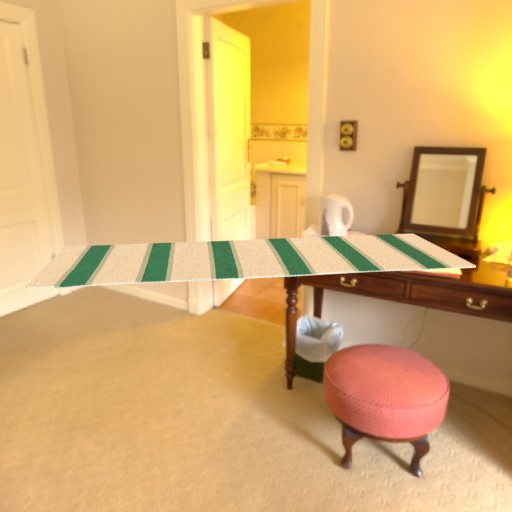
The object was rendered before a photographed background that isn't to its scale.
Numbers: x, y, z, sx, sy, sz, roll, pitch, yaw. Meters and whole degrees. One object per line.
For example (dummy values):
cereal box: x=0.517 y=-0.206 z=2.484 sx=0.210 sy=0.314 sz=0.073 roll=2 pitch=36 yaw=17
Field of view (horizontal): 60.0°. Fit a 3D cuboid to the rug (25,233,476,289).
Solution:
rug: x=0.000 y=0.000 z=2.736 sx=2.438 sy=0.012 sz=0.768 roll=-2 pitch=17 yaw=-8
